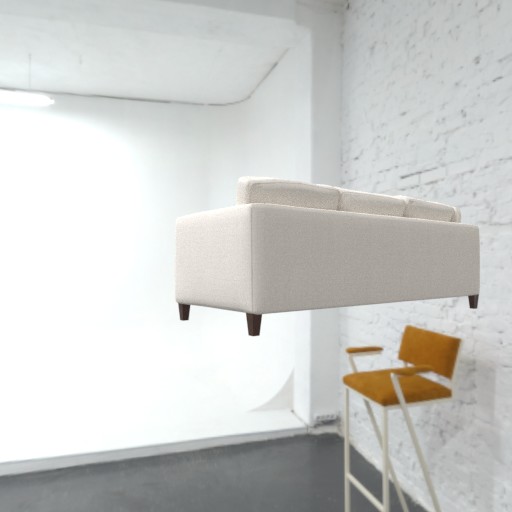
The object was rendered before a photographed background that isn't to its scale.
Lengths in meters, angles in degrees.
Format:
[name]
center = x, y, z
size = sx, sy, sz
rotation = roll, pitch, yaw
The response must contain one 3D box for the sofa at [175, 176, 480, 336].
[sofa]
center = 0.000, 0.000, 4.482
size = 2.593, 0.947, 3.302
rotation = 1, -1, -37
